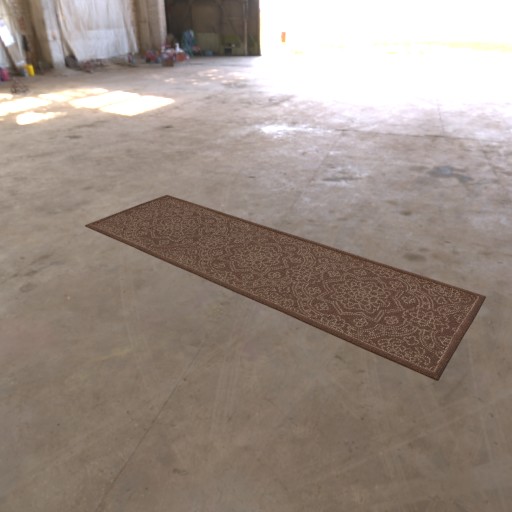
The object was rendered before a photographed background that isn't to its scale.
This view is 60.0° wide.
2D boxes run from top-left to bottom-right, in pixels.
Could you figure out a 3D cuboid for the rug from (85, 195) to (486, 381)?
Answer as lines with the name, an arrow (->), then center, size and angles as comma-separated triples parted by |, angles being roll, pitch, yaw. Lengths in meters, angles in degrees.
rug -> 0.000, 0.000, 2.702 | 2.448, 0.012, 0.769 | 20, 34, 33
